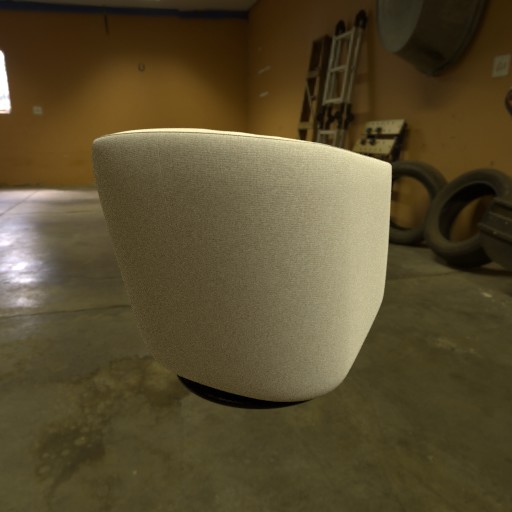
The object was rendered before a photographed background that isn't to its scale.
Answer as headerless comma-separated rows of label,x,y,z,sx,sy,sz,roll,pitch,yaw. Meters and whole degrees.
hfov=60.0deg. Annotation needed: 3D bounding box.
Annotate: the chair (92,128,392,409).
chair,0.000,0.000,1.587,0.822,0.861,0.986,8,17,27
